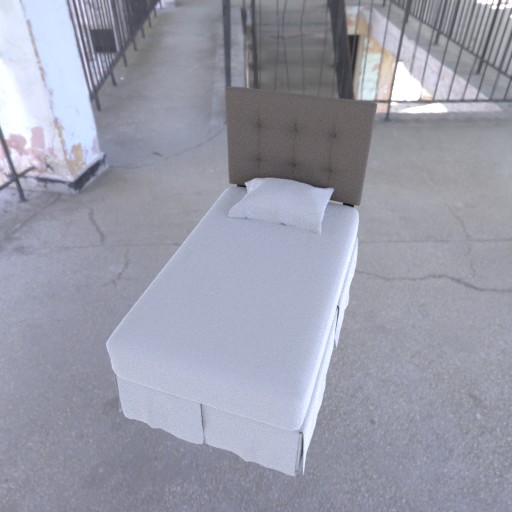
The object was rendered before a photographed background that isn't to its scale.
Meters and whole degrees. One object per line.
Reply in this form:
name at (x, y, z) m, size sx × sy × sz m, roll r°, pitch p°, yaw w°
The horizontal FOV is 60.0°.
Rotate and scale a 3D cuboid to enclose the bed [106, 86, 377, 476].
bed at (0.000, 0.000, 3.009) m, size 1.261 × 1.571 × 1.997 m, roll 12°, pitch 40°, yaw 15°
